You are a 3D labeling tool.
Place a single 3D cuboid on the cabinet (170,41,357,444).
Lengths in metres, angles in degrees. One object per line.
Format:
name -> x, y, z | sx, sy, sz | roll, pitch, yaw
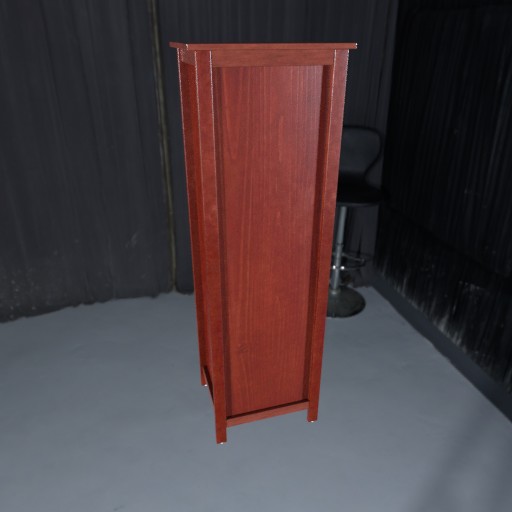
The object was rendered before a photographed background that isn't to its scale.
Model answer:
cabinet -> 0.000, 0.000, 1.748 | 0.500, 1.518, 0.401 | -7, 28, -15
